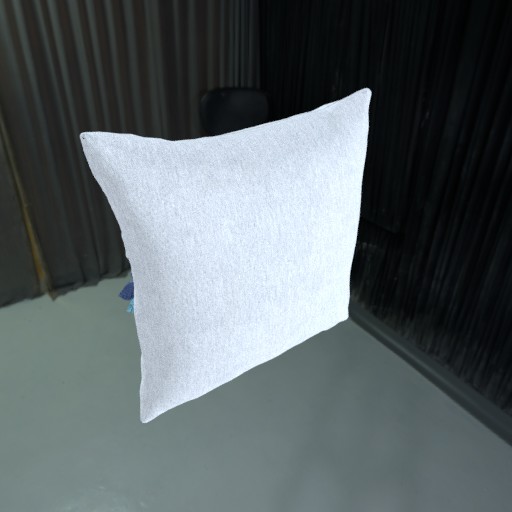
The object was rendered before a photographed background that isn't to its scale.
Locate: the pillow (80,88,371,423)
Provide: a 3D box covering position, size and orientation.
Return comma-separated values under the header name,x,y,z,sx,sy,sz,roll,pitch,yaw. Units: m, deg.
name,x,y,z,sx,sy,sz,roll,pitch,yaw
pillow,0.000,0.000,0.671,0.433,0.436,0.173,-20,36,-29
